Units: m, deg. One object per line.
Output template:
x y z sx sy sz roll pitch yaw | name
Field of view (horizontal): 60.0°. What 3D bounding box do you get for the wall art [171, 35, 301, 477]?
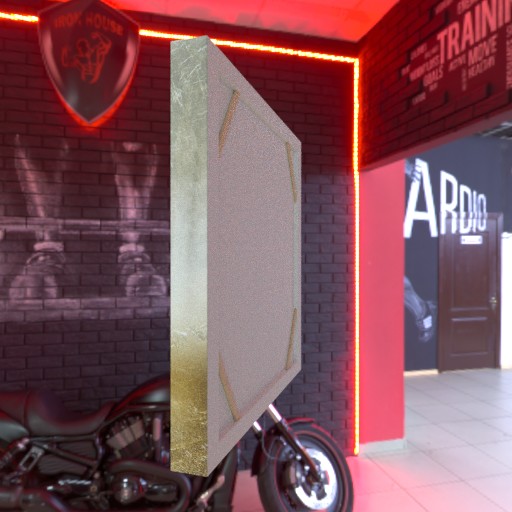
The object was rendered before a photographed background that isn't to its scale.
0.000 0.000 0.607 0.038 0.407 0.405 0 0 18 | wall art
